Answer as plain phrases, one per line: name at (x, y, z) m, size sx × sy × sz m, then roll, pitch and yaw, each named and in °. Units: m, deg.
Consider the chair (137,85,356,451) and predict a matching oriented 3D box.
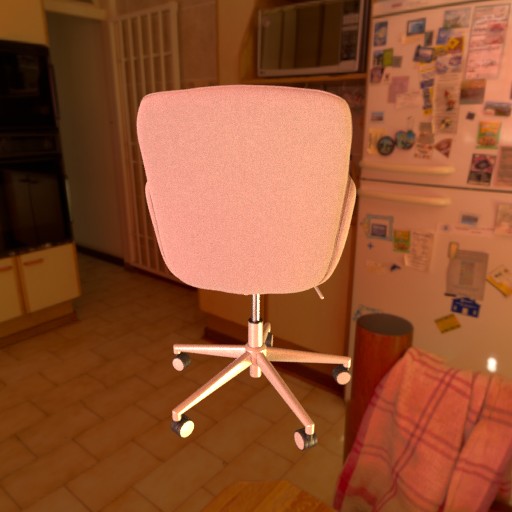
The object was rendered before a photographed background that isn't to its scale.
chair at (0.000, 0.000, 1.383) m, size 0.648 × 0.959 × 0.654 m, roll 3°, pitch 18°, yaw 8°
